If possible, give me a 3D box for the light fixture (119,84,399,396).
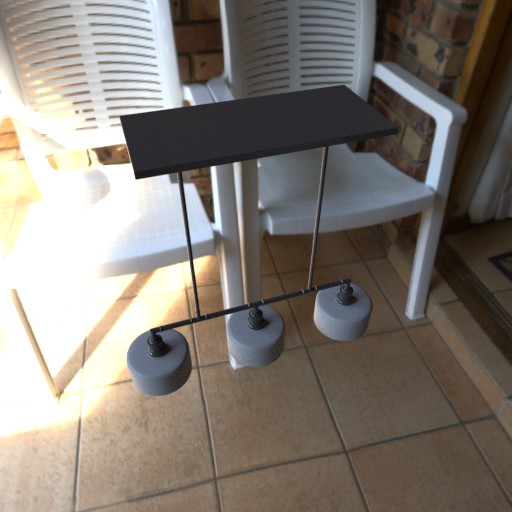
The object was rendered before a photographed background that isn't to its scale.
[{"bbox_3d":[0.000,0.000,0.866,0.582,0.557,0.177,-13,44,-14],"label":"light fixture"}]
